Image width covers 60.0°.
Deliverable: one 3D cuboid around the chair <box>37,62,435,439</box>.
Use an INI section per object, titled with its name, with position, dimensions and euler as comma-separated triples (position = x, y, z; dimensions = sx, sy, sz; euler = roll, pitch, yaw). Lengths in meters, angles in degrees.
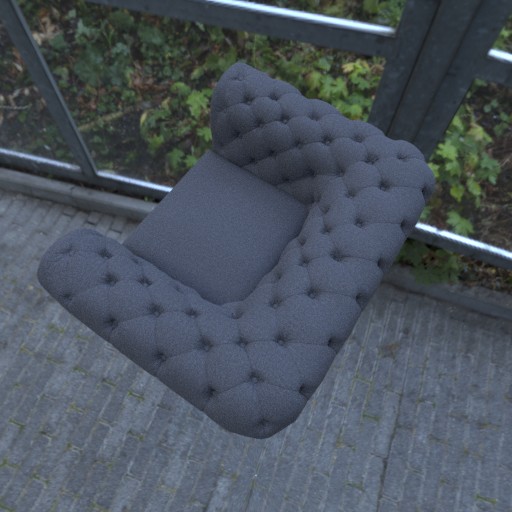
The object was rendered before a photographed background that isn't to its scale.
[chair]
position = 0.000, 0.000, 1.863
dimensions = 0.976, 0.770, 1.270
euler = 31, 68, 14
